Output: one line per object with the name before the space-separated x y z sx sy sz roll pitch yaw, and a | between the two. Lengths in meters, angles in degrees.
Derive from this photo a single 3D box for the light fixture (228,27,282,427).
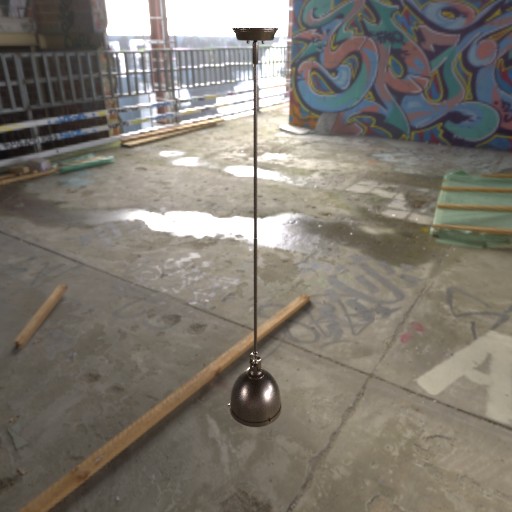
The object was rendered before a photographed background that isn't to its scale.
light fixture | 0.000 0.000 1.493 0.211 1.367 0.217 -18 32 -32
